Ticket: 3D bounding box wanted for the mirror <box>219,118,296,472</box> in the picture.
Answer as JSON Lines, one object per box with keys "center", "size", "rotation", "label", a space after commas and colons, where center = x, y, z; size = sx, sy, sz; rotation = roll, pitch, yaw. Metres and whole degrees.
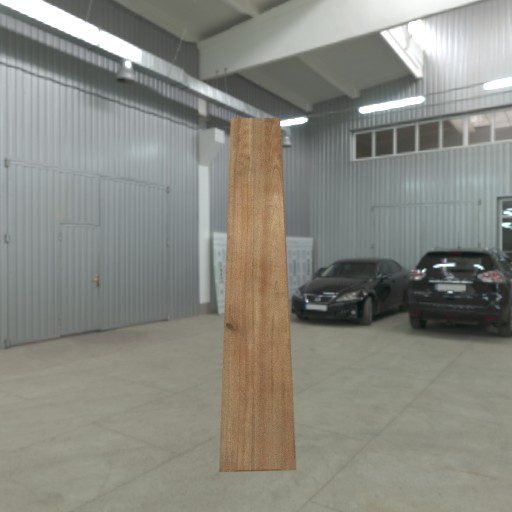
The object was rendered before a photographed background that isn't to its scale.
{"center": [0.000, 0.000, 0.881], "size": [0.100, 0.548, 0.631], "rotation": [0, 0, -1], "label": "mirror"}
